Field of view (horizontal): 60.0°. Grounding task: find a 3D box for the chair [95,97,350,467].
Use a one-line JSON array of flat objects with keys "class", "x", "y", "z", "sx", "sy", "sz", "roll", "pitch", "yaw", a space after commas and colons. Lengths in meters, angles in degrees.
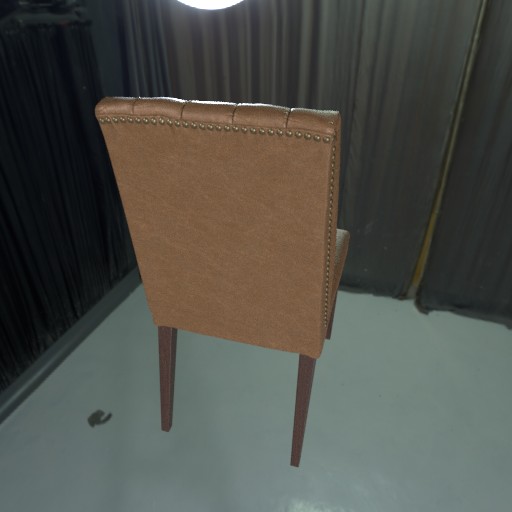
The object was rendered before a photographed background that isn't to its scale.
[{"class": "chair", "x": 0.000, "y": 0.000, "z": 1.325, "sx": 0.511, "sy": 1.016, "sz": 0.647, "roll": 9, "pitch": 33, "yaw": 14}]
